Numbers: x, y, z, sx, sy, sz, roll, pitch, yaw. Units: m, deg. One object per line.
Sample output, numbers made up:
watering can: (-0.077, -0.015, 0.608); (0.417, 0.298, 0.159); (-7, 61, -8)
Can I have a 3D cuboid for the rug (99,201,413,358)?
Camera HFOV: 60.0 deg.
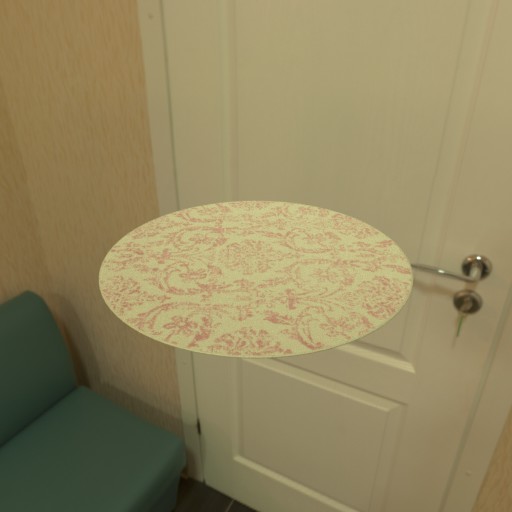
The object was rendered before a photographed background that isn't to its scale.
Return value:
rug: (0.000, 0.000, 2.351); (1.593, 0.012, 1.593); (0, 28, 0)
